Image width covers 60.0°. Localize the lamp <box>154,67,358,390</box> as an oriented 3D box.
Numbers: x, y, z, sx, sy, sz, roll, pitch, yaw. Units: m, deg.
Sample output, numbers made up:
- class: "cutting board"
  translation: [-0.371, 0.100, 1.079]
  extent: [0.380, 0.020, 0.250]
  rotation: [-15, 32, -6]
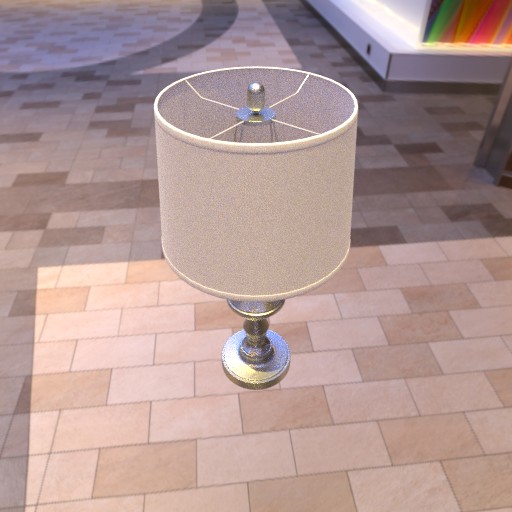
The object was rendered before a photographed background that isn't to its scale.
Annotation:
- class: "lamp"
  translation: [0.000, 0.000, 0.952]
  extent: [0.383, 0.733, 0.383]
  rotation: [0, 40, 0]
